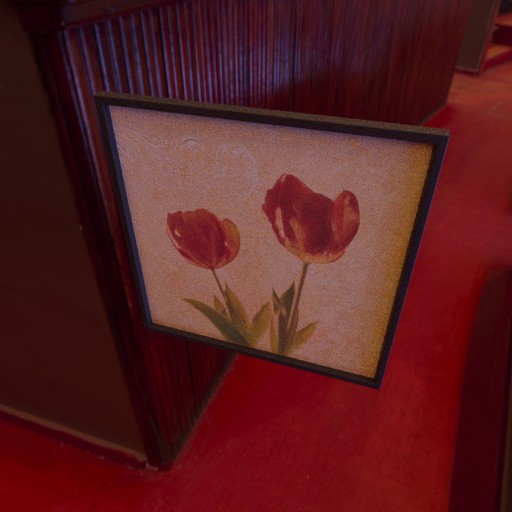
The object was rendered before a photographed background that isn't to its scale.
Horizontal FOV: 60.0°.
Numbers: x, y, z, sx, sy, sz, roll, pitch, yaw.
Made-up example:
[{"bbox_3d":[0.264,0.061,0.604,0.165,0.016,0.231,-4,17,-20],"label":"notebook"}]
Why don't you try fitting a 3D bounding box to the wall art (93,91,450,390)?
[{"bbox_3d":[0.000,0.000,1.218,0.805,0.807,0.043,11,39,14],"label":"wall art"}]
